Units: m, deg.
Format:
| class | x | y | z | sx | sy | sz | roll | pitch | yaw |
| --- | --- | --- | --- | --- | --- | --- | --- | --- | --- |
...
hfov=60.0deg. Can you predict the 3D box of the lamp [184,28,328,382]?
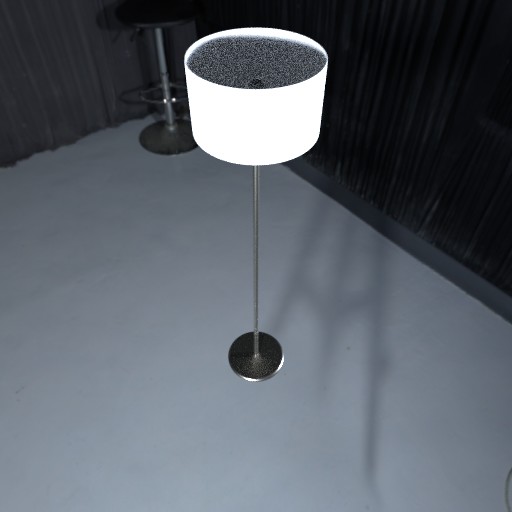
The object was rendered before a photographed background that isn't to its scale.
| class | x | y | z | sx | sy | sz | roll | pitch | yaw |
| --- | --- | --- | --- | --- | --- | --- | --- | --- | --- |
| lamp | 0.000 | 0.000 | 1.609 | 0.347 | 1.443 | 0.347 | -32 | 55 | -26 |
